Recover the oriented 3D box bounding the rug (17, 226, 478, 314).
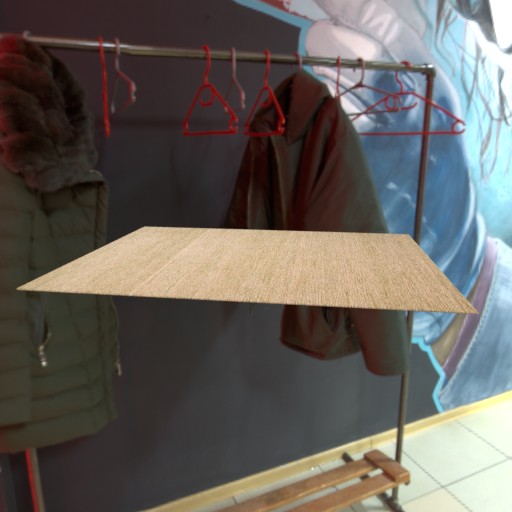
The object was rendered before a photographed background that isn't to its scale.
[{"bbox_3d":[0.000,0.000,4.182,3.198,0.016,2.425,2,15,8],"label":"rug"}]
